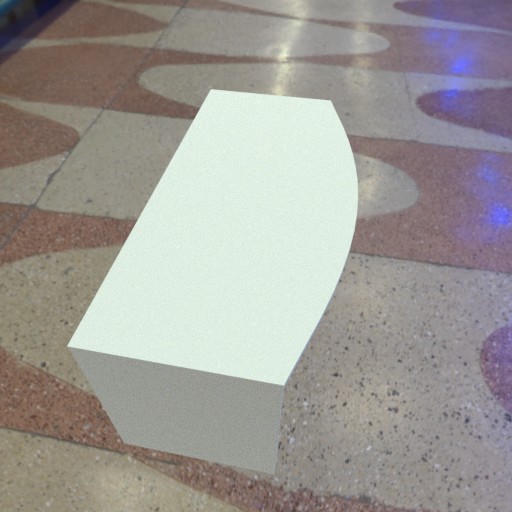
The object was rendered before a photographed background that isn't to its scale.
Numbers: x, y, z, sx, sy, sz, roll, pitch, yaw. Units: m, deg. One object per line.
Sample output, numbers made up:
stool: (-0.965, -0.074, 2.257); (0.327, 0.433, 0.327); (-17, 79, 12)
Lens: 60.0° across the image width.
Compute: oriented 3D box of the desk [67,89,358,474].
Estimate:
desk: (0.000, 0.000, 2.041); (0.802, 0.750, 1.600); (8, 47, 8)
